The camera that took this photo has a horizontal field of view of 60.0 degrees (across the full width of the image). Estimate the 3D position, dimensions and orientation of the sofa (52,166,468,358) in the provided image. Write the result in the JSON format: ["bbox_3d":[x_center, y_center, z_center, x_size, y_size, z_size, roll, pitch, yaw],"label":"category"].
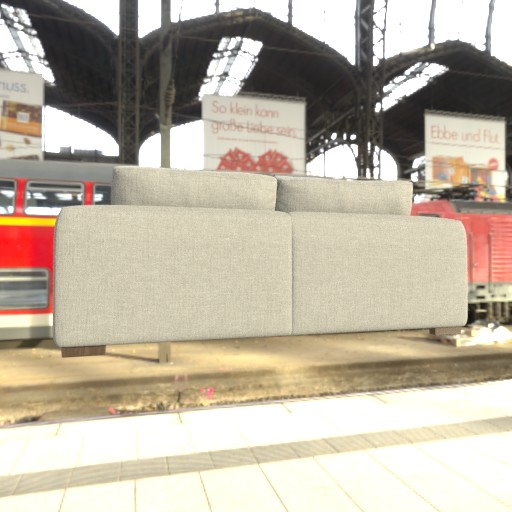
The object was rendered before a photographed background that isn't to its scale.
[{"bbox_3d":[0.000,0.000,2.430,1.920,0.800,1.069,0,-1,-17],"label":"sofa"}]
